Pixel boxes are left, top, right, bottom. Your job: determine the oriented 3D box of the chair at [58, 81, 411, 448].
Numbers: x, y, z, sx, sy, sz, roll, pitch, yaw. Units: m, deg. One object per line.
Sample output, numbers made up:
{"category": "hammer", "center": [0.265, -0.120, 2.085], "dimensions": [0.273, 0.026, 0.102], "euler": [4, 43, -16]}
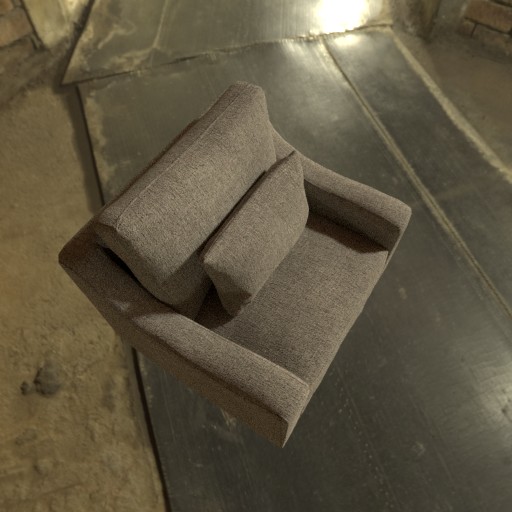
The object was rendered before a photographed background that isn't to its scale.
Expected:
{"category": "chair", "center": [0.000, 0.000, 1.956], "dimensions": [1.009, 1.037, 1.138], "euler": [29, 63, 16]}
